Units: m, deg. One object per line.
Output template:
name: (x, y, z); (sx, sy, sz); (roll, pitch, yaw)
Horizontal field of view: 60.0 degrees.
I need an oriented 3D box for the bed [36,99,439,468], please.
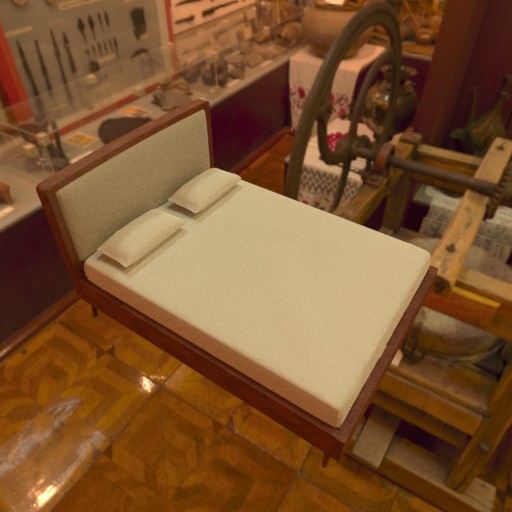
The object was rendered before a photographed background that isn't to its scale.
bed: (0.000, 0.000, 3.146); (2.196, 1.275, 1.587); (25, 48, 25)
